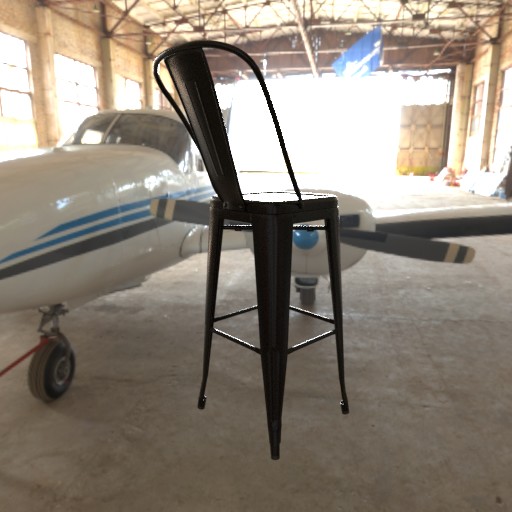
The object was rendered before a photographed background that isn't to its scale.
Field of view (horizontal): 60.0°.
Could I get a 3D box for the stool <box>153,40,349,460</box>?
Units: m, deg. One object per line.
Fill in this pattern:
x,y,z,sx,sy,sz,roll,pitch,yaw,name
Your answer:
0.000,0.000,1.328,0.513,1.096,0.399,-11,17,-42,stool
